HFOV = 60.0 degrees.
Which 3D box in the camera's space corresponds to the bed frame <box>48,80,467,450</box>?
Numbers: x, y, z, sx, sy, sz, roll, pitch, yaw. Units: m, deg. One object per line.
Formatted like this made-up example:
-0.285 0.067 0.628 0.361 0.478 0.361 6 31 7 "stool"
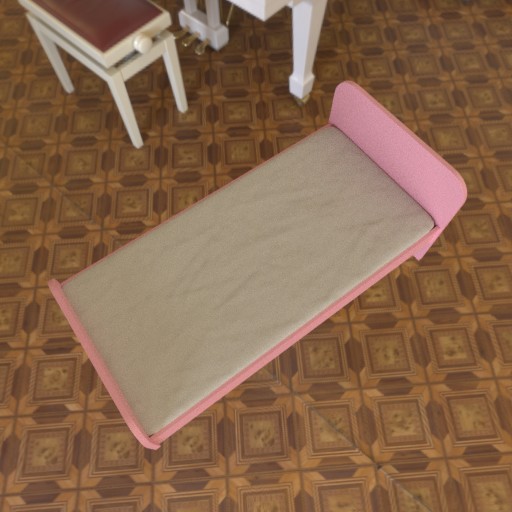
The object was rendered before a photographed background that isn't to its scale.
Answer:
0.000 0.000 2.468 1.963 0.805 0.998 -33 69 -15 "bed frame"
